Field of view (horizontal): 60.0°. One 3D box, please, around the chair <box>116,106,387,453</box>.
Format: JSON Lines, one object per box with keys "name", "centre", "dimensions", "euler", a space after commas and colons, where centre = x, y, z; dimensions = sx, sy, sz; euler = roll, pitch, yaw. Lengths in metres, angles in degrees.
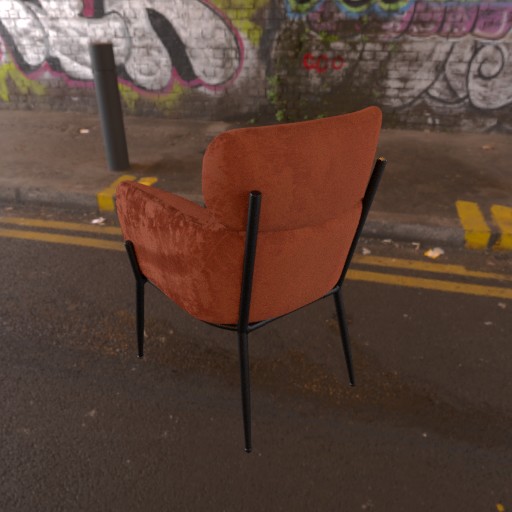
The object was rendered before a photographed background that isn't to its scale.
{"name": "chair", "centre": [0.000, 0.000, 1.144], "dimensions": [0.561, 0.772, 0.523], "euler": [-20, 35, -31]}
